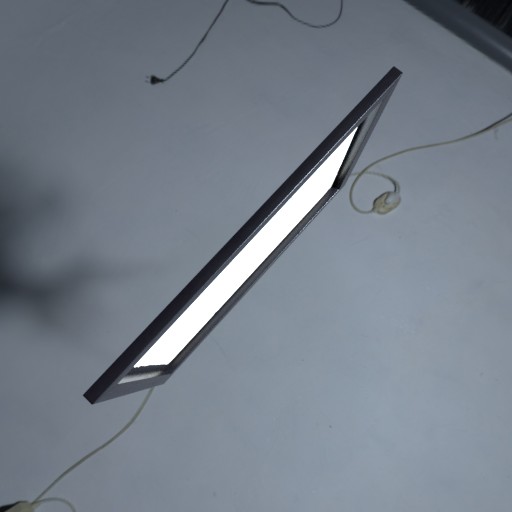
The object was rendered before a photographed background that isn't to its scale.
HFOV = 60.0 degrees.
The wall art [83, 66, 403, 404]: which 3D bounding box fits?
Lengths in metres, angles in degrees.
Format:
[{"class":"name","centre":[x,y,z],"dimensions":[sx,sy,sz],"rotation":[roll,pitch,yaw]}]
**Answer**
[{"class":"wall art","centre":[0.000,0.000,0.572],"dimensions":[0.013,0.306,0.440],"rotation":[41,80,9]}]
